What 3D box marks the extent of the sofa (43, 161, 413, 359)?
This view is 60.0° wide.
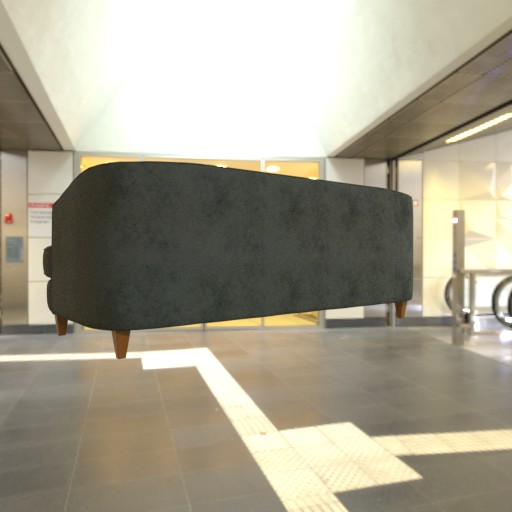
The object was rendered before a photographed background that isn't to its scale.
[{"bbox_3d":[0.000,0.000,2.743,2.278,0.855,0.941,0,1,-36],"label":"sofa"}]
